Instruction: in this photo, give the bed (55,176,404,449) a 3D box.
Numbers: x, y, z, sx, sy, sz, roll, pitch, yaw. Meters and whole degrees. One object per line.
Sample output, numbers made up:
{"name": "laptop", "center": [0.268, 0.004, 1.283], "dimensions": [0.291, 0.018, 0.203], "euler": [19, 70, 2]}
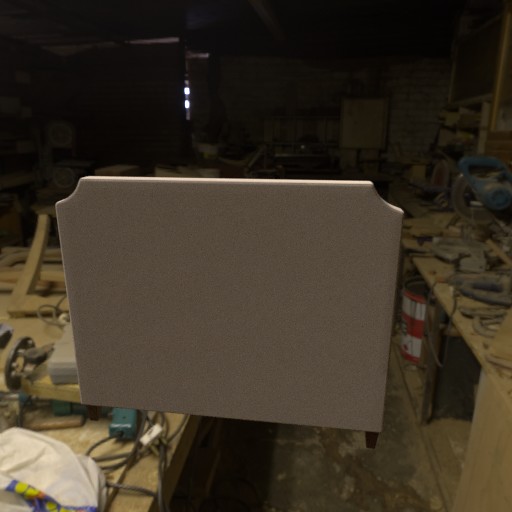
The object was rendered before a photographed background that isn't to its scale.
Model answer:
{"name": "bed", "center": [0.000, 0.000, 3.357], "dimensions": [1.703, 1.415, 2.329], "euler": [2, 17, 8]}
